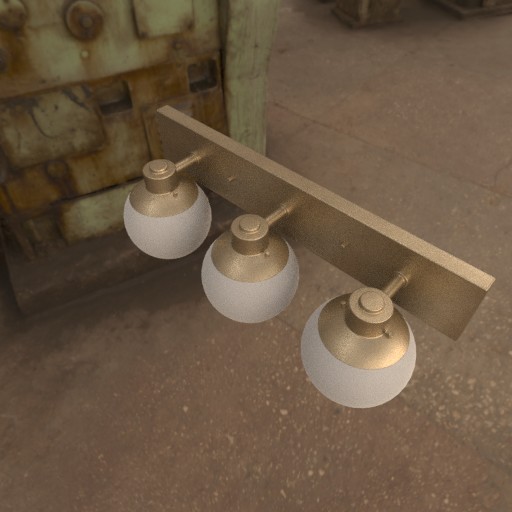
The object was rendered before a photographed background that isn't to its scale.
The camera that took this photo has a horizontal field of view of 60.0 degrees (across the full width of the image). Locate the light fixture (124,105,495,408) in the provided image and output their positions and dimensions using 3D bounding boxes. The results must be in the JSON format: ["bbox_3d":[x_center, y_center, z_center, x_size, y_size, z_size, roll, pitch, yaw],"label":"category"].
[{"bbox_3d":[0.000,0.000,0.832,0.721,0.263,0.218,34,56,27],"label":"light fixture"}]
